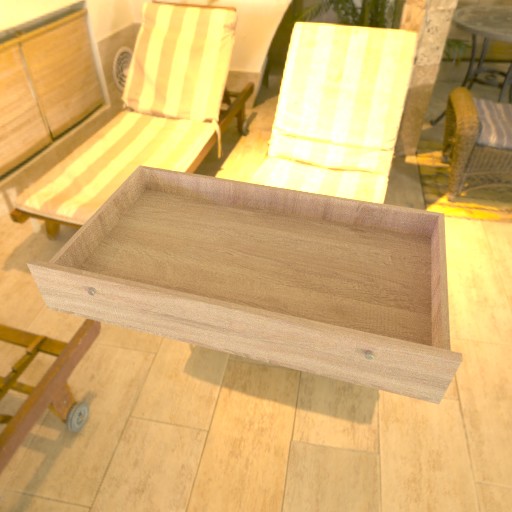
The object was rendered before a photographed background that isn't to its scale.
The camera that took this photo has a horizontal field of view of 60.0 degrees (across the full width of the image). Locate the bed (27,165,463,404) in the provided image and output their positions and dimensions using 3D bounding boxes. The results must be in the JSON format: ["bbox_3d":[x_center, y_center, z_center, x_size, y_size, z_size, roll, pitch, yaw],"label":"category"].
[{"bbox_3d":[0.000,0.000,1.469,1.200,0.209,0.685,11,43,12],"label":"bed"}]
